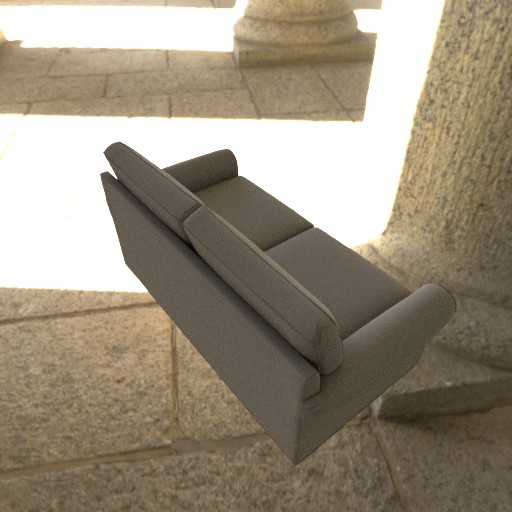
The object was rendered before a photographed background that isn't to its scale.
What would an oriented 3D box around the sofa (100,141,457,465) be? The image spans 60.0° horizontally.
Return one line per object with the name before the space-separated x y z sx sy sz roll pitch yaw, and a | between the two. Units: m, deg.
sofa | 0.000 0.000 2.435 0.940 0.952 1.930 -27 48 -28
